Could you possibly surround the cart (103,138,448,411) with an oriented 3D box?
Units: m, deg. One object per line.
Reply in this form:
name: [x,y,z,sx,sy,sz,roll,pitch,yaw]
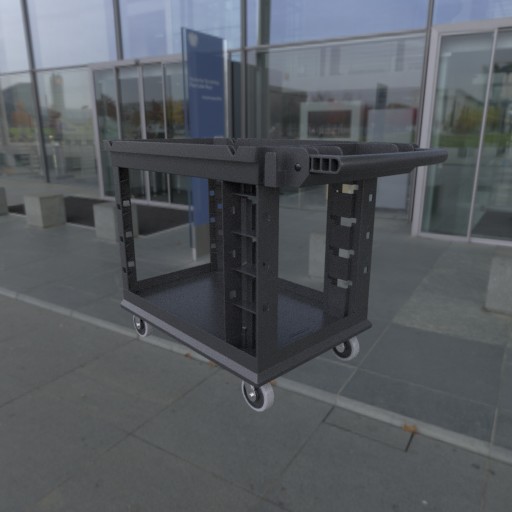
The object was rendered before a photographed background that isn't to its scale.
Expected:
cart: [0.000,0.000,1.769,0.674,0.884,1.239,-15,22,-41]
